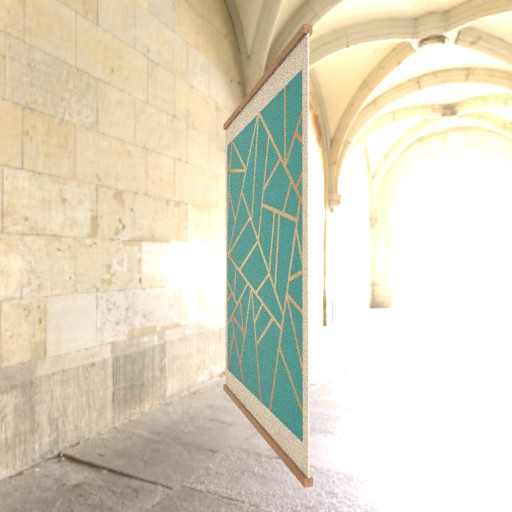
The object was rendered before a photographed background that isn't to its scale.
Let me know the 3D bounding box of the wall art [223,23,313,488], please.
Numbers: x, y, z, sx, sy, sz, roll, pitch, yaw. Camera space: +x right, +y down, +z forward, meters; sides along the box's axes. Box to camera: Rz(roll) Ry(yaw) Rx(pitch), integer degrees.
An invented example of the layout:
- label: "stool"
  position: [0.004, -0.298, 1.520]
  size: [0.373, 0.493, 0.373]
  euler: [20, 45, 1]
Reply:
- label: "wall art"
  position: [0.000, 0.000, 0.801]
  size: [0.012, 0.608, 0.459]
  euler: [0, -1, -18]
